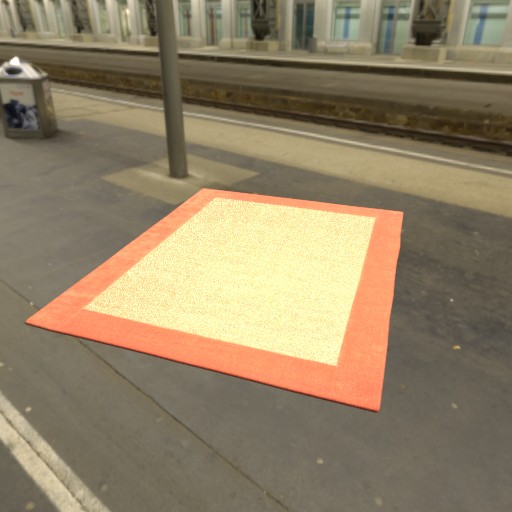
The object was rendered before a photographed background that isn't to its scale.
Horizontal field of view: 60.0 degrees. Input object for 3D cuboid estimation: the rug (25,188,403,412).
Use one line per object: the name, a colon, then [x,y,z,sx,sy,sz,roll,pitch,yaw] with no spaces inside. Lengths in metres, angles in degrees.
rug: [0.000,0.000,3.980,2.430,0.018,2.976,9,29,17]
